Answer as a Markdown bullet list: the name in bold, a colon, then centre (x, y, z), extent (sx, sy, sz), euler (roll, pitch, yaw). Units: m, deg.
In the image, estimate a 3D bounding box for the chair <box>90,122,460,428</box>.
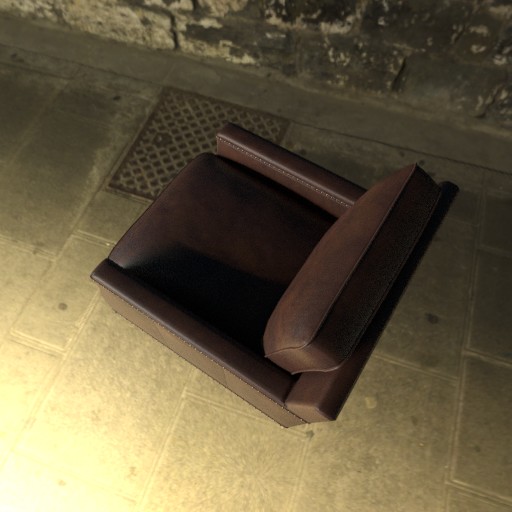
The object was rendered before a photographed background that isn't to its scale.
- **chair**: centre (0.000, 0.000, 1.675), extent (1.014, 0.929, 0.853), euler (30, 67, 14)
